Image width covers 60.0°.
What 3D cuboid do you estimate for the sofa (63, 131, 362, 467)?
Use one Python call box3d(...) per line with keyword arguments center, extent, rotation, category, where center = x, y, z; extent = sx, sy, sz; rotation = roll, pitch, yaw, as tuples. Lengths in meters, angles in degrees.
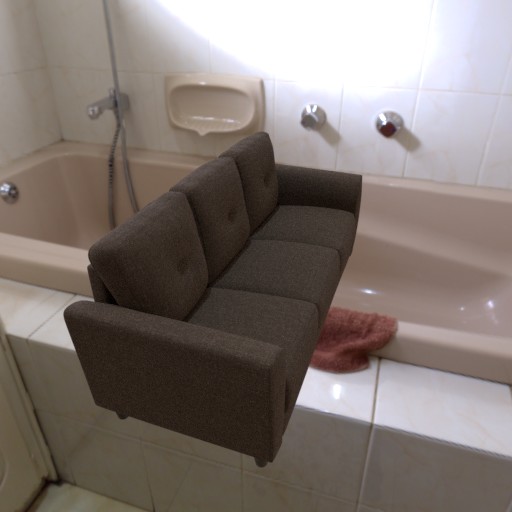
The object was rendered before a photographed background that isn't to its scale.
box3d(center=(0.000, 0.000, 2.323), extent=(0.837, 0.891, 1.847), rotation=(11, 32, 17), category="sofa")
